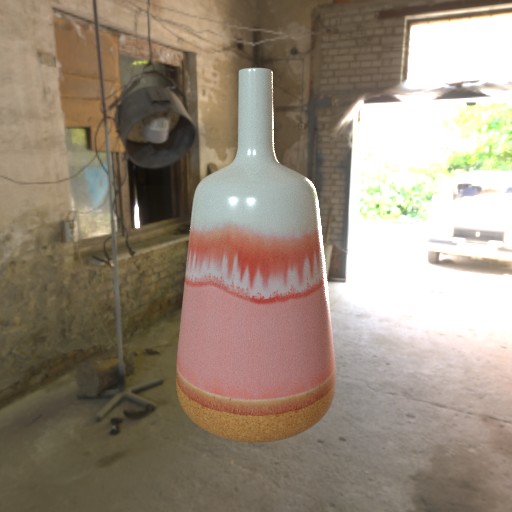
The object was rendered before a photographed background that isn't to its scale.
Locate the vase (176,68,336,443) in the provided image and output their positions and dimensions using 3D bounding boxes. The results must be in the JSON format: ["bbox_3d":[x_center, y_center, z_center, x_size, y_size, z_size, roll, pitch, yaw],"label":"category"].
[{"bbox_3d":[0.000,0.000,0.379,0.144,0.296,0.144,0,14,0],"label":"vase"}]
